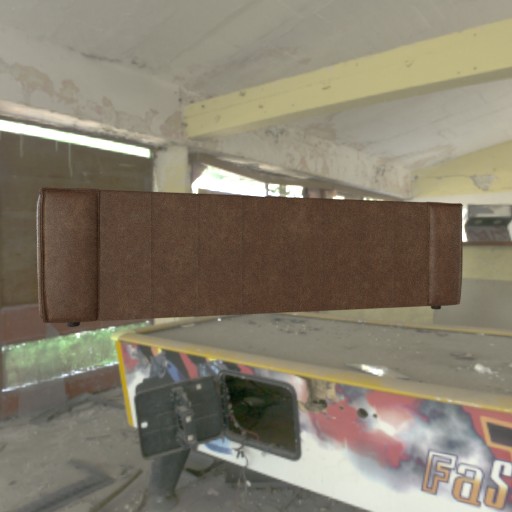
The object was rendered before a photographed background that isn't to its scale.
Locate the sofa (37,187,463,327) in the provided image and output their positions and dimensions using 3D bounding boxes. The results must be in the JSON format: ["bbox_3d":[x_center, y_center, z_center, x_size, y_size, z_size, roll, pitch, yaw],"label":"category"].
[{"bbox_3d":[0.000,0.000,3.013,2.581,0.701,1.102,0,1,-17],"label":"sofa"}]
